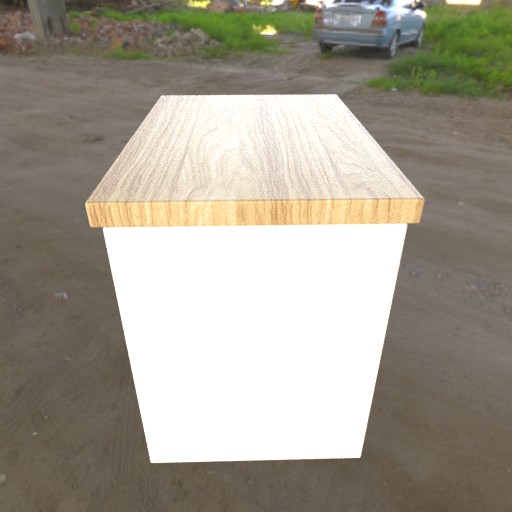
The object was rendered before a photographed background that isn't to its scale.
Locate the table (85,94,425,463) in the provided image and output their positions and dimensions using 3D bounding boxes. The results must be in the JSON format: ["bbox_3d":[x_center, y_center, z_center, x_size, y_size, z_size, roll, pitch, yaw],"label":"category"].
[{"bbox_3d":[0.000,0.000,0.778,0.360,0.440,0.500,-1,32,-1],"label":"table"}]
